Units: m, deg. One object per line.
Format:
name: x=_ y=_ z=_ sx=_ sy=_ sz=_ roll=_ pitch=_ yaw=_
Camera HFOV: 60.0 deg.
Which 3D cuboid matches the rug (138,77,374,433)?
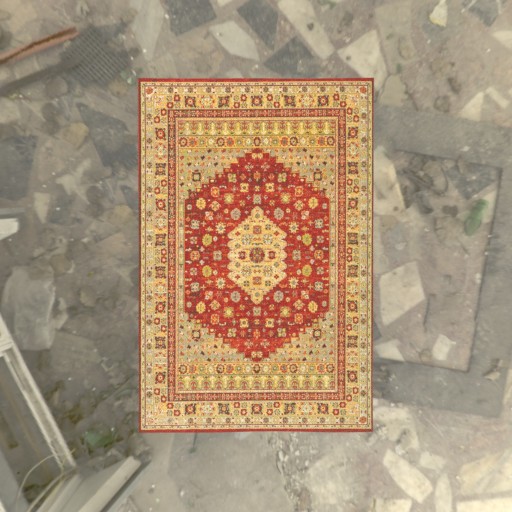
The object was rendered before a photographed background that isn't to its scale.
rug: x=0.000 y=0.000 z=2.250 sx=1.194 sy=0.013 sz=1.802 roll=0 pitch=91 yaw=0
